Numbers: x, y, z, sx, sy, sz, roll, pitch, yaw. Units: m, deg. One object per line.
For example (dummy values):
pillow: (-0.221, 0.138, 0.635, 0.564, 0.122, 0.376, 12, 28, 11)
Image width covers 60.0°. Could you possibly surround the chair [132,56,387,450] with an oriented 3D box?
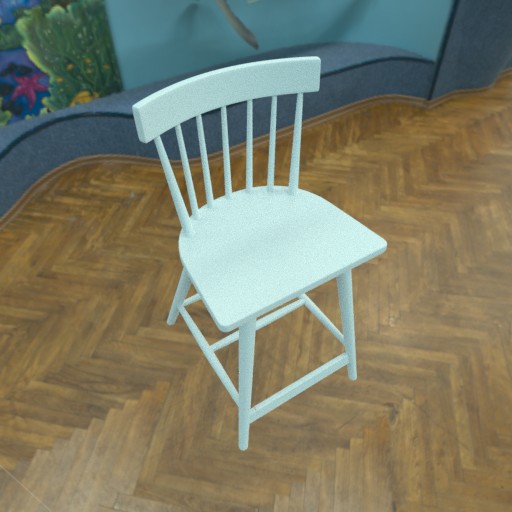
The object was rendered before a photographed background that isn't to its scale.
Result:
chair: (0.000, 0.000, 1.258, 0.483, 0.952, 0.572, -24, 50, -22)
